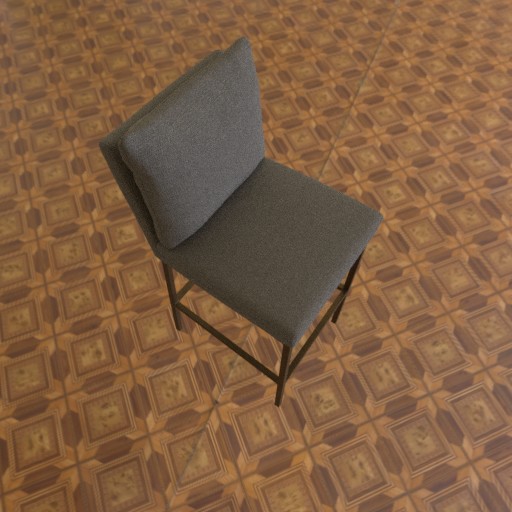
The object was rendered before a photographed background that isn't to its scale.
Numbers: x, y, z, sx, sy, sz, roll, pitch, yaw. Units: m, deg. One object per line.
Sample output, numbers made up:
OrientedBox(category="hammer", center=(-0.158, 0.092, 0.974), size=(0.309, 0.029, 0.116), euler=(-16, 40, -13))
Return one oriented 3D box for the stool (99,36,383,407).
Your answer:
OrientedBox(category="stool", center=(0.000, 0.000, 1.397), size=(0.569, 1.132, 0.463), euler=(32, 64, 18))
